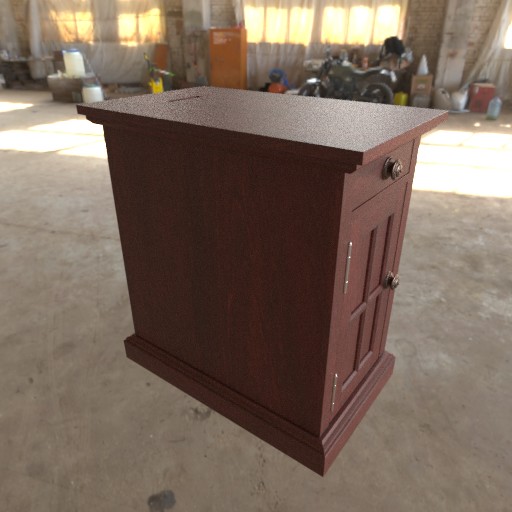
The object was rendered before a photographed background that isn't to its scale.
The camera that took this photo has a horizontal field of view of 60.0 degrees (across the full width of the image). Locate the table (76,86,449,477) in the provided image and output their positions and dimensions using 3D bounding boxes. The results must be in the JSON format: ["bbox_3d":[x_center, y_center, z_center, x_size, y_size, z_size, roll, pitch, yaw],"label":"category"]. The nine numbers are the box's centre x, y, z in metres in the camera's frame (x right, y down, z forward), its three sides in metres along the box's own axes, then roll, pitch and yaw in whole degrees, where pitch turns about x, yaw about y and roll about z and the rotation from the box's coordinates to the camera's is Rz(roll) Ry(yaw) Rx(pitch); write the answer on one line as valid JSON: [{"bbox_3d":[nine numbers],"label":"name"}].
[{"bbox_3d":[0.000,0.000,0.952,0.584,0.612,0.356,19,33,32],"label":"table"}]
